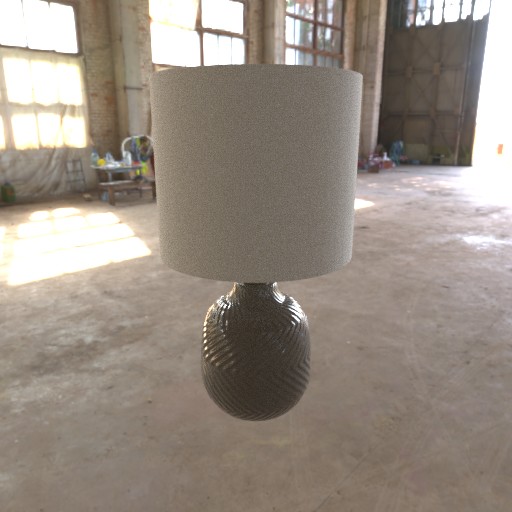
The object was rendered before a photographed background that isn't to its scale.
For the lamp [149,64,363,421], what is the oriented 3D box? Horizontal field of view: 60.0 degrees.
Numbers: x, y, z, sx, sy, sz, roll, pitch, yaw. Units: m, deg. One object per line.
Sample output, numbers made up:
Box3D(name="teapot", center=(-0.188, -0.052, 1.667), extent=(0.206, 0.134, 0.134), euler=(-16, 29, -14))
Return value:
Box3D(name="lamp", center=(0.000, 0.000, 0.489), extent=(0.207, 0.366, 0.207), euler=(-8, 18, -26))
